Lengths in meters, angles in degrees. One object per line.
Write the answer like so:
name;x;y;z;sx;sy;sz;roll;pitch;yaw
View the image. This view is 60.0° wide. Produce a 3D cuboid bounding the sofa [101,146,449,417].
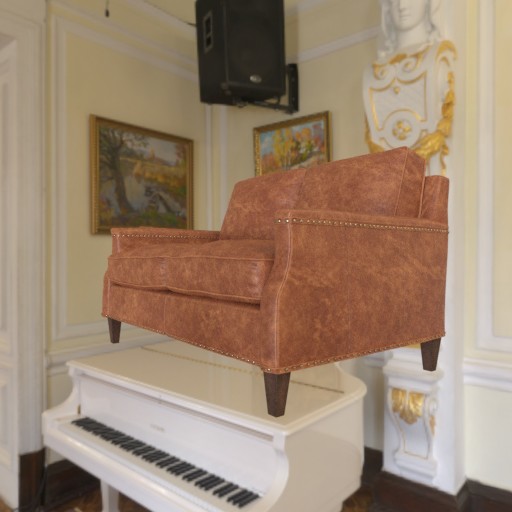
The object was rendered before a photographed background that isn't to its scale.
sofa;0.000;0.000;2.275;1.084;1.003;1.597;0;0;-38
